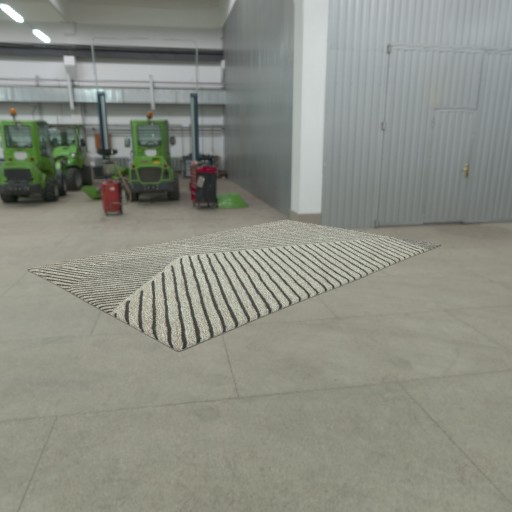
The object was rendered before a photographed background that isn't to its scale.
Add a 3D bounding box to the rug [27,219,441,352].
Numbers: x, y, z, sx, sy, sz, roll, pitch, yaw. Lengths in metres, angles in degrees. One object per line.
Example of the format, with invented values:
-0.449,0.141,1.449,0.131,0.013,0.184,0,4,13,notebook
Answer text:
0.000,0.000,2.996,1.539,0.023,2.406,14,20,42,rug
